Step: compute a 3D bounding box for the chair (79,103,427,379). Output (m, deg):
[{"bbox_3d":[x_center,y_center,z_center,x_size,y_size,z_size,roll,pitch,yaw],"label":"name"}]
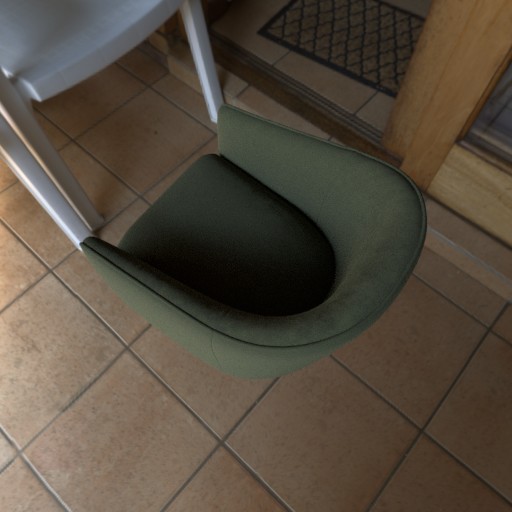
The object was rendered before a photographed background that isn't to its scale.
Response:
[{"bbox_3d":[0.000,0.000,1.491,0.875,0.799,0.747,33,68,15],"label":"chair"}]
